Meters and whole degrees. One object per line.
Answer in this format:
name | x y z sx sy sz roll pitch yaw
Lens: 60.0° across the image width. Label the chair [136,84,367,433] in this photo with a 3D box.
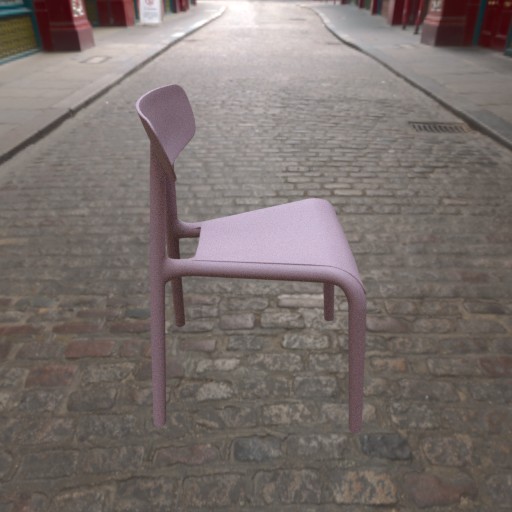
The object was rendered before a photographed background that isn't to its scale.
chair | 0.000 0.000 0.843 0.401 0.580 0.356 0 31 -1
